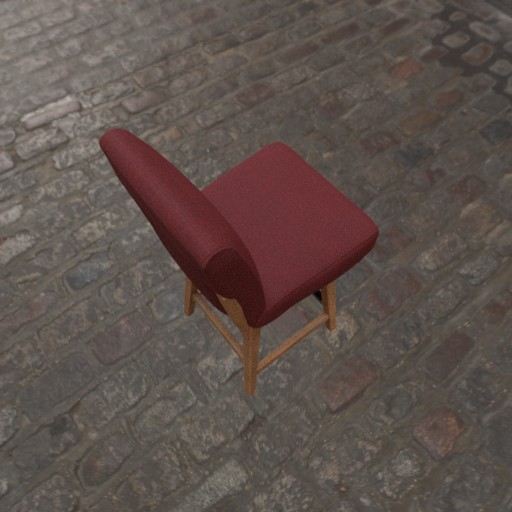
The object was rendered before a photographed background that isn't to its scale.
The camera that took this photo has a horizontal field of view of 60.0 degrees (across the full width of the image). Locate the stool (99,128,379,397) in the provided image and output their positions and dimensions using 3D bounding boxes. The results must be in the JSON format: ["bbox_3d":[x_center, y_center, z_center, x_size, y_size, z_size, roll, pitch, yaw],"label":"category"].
[{"bbox_3d":[0.000,0.000,1.376,0.562,1.038,0.468,-34,64,-19],"label":"stool"}]
